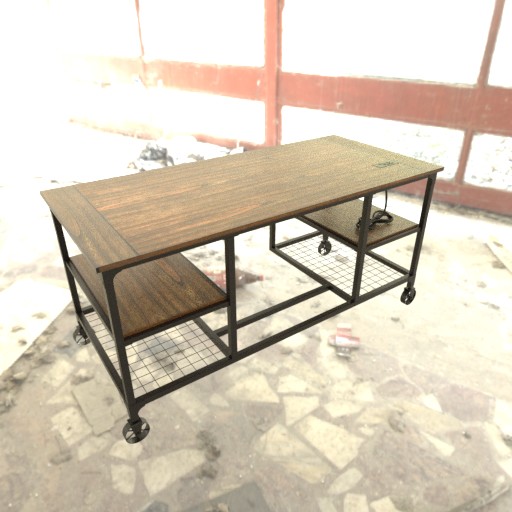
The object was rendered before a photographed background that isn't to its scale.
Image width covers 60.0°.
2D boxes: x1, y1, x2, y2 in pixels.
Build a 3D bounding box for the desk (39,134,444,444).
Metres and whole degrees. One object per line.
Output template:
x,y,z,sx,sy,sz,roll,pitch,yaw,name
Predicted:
0.000,0.000,2.037,1.590,0.751,0.711,-19,34,-30,desk
